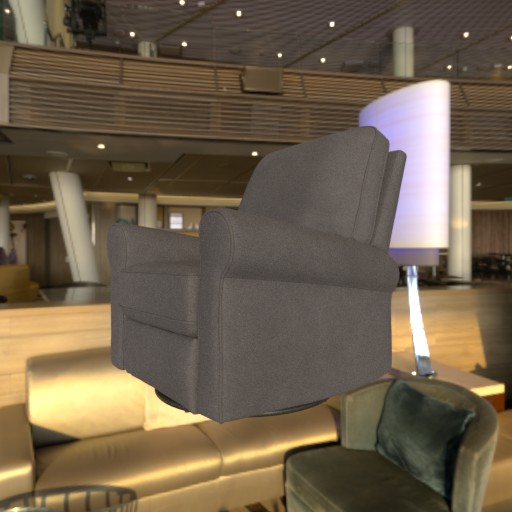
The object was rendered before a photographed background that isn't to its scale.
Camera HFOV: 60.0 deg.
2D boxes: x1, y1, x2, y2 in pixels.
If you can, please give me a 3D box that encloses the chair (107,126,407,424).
[{"bbox_3d":[0.000,0.000,1.658,0.878,0.961,0.890,0,0,-38],"label":"chair"}]
